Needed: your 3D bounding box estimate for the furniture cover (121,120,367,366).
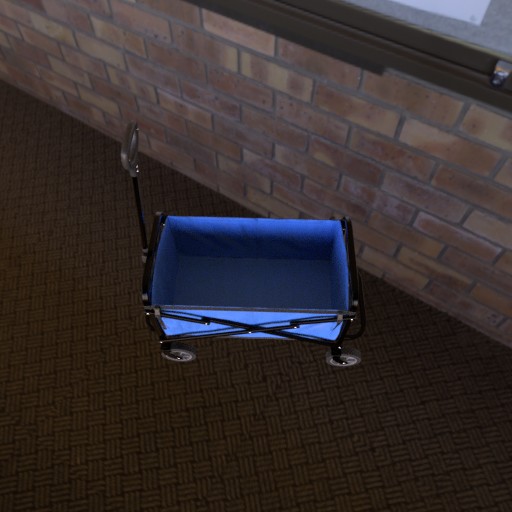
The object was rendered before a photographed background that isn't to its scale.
[{"bbox_3d":[0.000,0.000,1.822,1.038,1.295,0.532,2,57,1],"label":"furniture cover"}]
